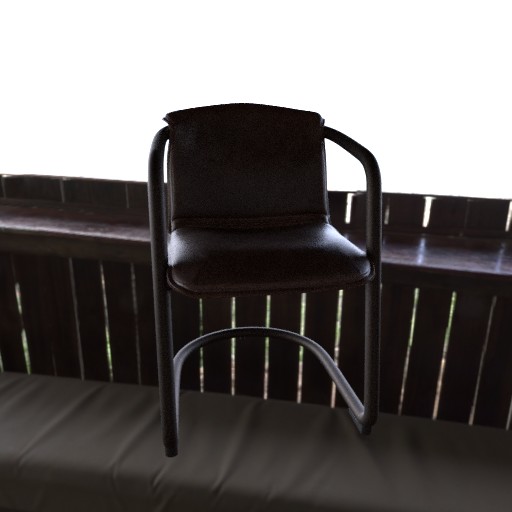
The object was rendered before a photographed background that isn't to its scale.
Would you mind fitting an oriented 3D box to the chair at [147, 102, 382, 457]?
[{"bbox_3d":[0.000,0.000,1.244,0.536,0.836,0.664,-3,17,-9],"label":"chair"}]
